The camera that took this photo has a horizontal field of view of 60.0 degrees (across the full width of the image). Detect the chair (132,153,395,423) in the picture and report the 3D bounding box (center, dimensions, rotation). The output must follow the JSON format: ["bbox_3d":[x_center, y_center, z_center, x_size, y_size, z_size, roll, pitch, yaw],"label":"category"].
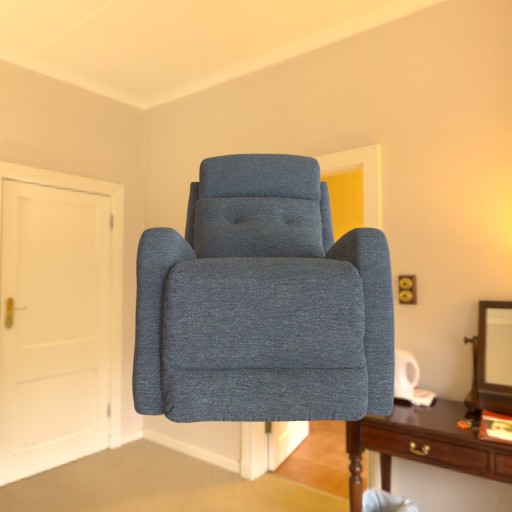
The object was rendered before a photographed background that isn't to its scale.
[{"bbox_3d":[0.000,0.000,1.725,0.798,1.013,1.043,0,-2,-1],"label":"chair"}]
